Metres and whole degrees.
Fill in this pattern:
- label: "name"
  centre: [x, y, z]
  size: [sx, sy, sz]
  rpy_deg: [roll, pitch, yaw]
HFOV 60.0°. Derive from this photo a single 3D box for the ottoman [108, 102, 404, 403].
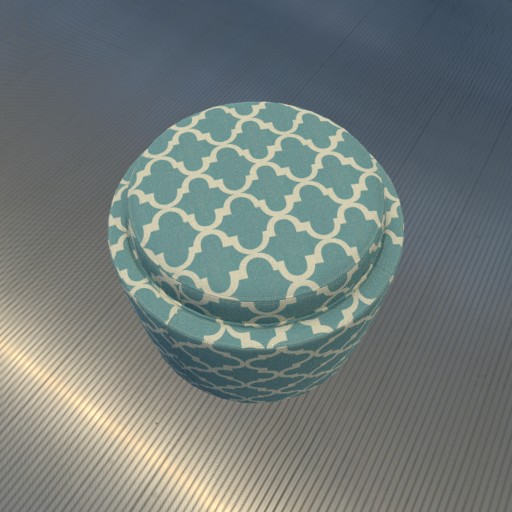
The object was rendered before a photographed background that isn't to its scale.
- label: "ottoman"
  centre: [0.000, 0.000, 0.834]
  size: [0.480, 0.429, 0.480]
  rpy_deg: [0, 58, 0]
